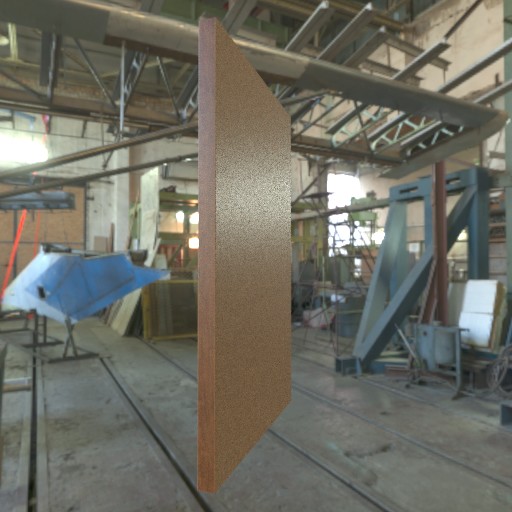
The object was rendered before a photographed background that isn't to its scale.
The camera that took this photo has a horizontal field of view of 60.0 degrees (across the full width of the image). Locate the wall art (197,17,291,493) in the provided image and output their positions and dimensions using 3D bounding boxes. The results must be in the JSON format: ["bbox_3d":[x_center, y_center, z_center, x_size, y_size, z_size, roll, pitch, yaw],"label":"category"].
[{"bbox_3d":[0.000,0.000,1.145,0.037,0.914,0.610,0,-1,18],"label":"wall art"}]
